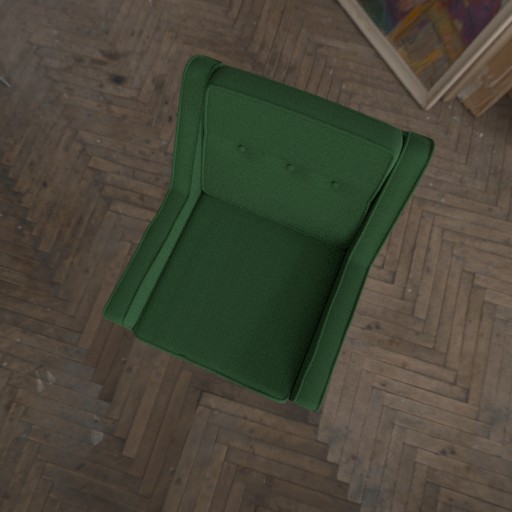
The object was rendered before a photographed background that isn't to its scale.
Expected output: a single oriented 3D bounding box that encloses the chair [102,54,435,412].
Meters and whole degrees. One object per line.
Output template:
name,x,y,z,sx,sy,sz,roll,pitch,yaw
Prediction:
chair,0.000,0.000,1.355,0.663,0.792,0.743,22,76,6
